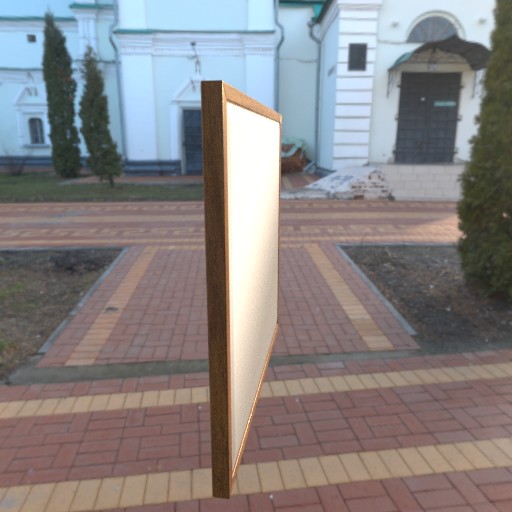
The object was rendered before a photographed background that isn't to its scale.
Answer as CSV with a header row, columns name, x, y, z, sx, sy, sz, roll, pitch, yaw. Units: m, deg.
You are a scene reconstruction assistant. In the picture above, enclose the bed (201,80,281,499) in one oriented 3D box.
name,x,y,z,sx,sy,sz,roll,pitch,yaw
bed,0.000,0.000,1.445,0.043,0.940,1.041,2,14,9
